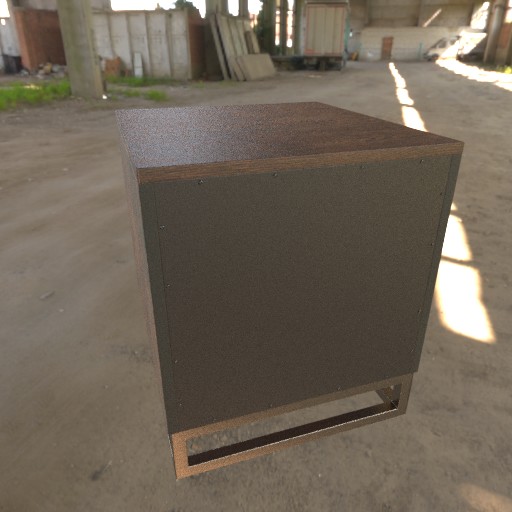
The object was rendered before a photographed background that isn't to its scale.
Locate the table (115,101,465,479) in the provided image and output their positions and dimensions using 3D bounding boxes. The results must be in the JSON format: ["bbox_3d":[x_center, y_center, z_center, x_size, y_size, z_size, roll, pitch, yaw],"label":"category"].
[{"bbox_3d":[0.000,0.000,0.994,0.506,0.582,0.566,-8,27,-17],"label":"table"}]
